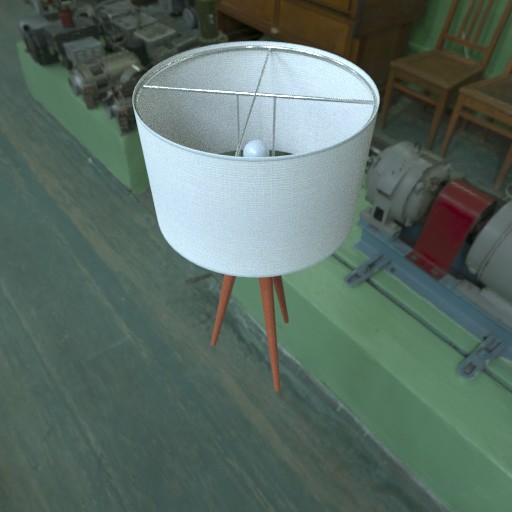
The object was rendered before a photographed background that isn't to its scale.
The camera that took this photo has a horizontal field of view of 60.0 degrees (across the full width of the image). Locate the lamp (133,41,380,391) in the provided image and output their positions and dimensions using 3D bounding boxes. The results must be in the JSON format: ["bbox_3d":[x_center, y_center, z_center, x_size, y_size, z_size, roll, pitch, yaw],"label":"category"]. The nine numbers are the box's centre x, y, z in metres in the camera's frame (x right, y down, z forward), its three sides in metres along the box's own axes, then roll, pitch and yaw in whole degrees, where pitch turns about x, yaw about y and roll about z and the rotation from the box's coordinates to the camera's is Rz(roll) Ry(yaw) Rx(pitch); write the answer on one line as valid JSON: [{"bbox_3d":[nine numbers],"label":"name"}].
[{"bbox_3d":[0.000,0.000,0.903,0.354,0.709,0.355,-32,54,-27],"label":"lamp"}]
